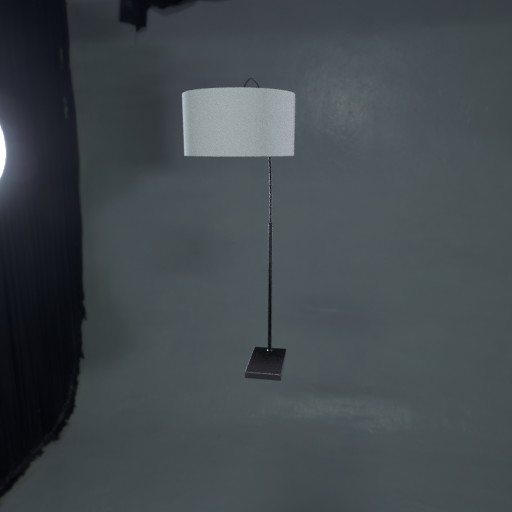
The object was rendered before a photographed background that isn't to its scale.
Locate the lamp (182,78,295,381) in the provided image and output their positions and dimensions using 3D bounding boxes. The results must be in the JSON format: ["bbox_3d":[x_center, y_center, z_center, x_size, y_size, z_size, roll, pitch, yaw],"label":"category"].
[{"bbox_3d":[0.000,0.000,2.593,0.493,1.927,1.424,2,14,9],"label":"lamp"}]
